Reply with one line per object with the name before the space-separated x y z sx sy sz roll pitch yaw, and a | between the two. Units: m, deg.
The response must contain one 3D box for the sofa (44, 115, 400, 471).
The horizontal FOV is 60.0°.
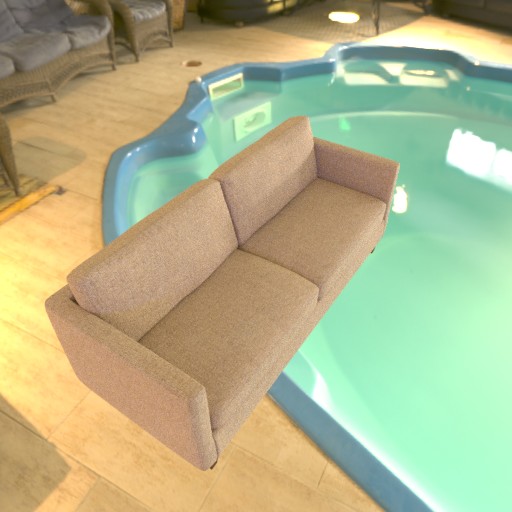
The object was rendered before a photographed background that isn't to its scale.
sofa | 0.000 0.000 2.714 0.951 0.965 2.208 24 47 25
